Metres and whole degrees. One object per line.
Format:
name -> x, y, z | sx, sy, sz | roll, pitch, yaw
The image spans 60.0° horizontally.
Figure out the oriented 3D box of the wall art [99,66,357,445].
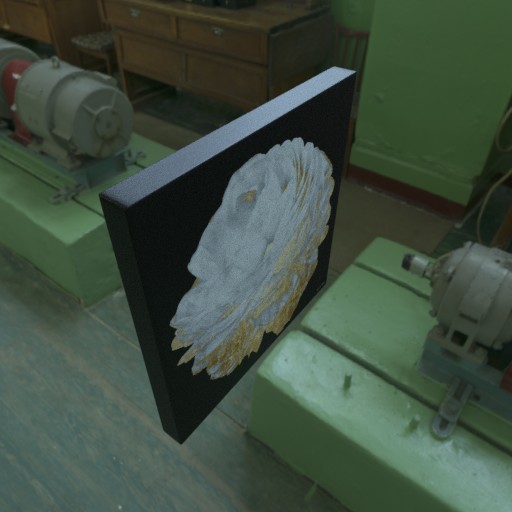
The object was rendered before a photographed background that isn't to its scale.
wall art -> 0.000, 0.000, 0.622 | 0.041, 0.407, 0.406 | 26, 47, 27
